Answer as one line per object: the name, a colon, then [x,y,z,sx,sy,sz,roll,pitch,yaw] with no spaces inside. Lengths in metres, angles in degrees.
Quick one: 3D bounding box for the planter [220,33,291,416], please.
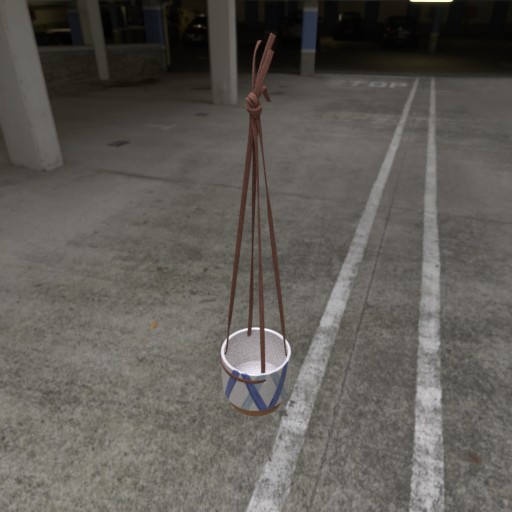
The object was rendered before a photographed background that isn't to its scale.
planter: [0.000,0.000,0.843,0.153,0.753,0.157,10,32,17]
